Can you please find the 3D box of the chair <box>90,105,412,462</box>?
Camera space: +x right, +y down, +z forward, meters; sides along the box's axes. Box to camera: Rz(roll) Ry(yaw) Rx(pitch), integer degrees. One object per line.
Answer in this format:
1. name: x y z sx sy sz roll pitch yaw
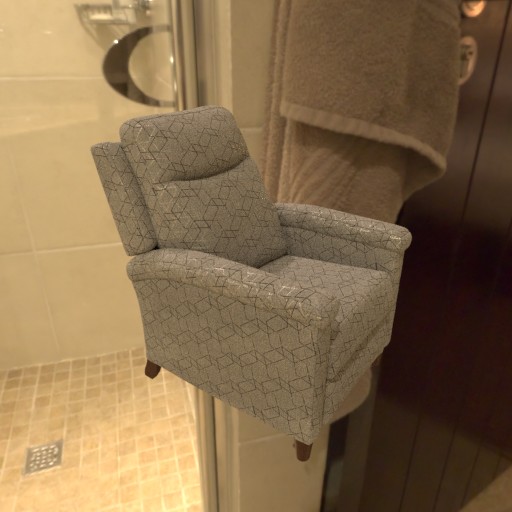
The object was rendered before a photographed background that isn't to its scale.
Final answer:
1. chair: 0.000 0.000 1.743 0.987 1.048 0.753 18 31 32
